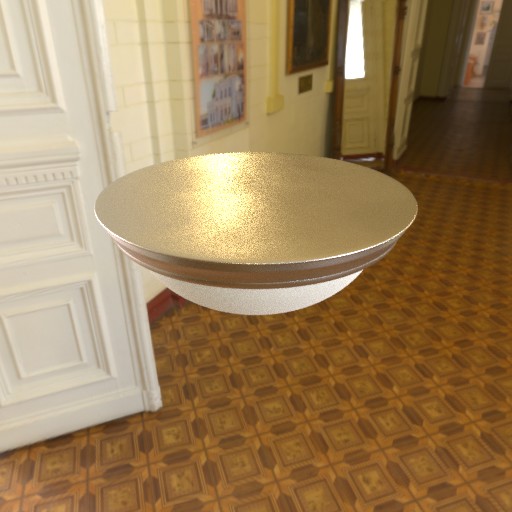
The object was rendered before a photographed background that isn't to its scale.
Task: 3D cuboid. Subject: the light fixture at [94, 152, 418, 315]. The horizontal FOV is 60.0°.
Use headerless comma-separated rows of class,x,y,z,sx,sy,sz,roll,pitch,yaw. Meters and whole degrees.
light fixture,0.000,0.000,0.433,0.280,0.135,0.280,0,27,0
